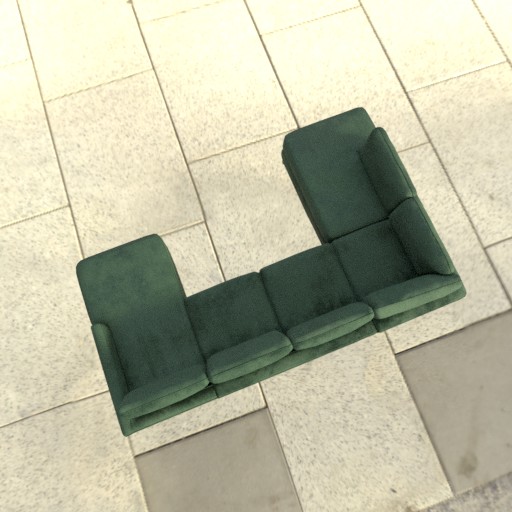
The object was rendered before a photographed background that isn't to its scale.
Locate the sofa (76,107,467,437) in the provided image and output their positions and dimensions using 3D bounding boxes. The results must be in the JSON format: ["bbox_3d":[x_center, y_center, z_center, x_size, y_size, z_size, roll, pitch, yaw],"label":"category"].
[{"bbox_3d":[0.000,0.000,3.873,2.994,0.861,1.992,-21,76,-5],"label":"sofa"}]
